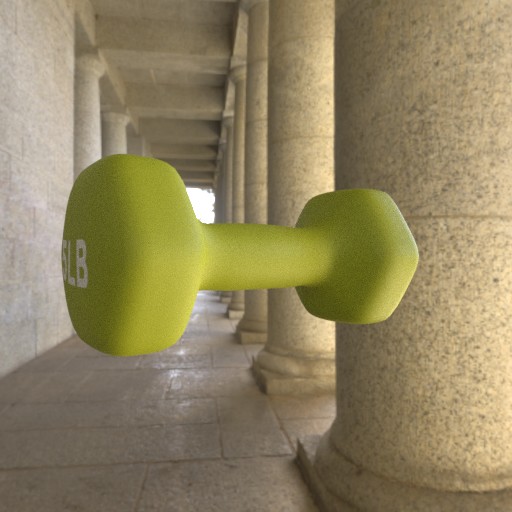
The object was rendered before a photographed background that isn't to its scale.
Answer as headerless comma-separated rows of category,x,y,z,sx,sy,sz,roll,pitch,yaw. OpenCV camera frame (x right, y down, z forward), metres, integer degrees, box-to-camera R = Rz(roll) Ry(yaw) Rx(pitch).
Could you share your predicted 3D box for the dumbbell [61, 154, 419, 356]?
dumbbell,0.000,0.000,0.207,0.164,0.072,0.080,0,0,-36
